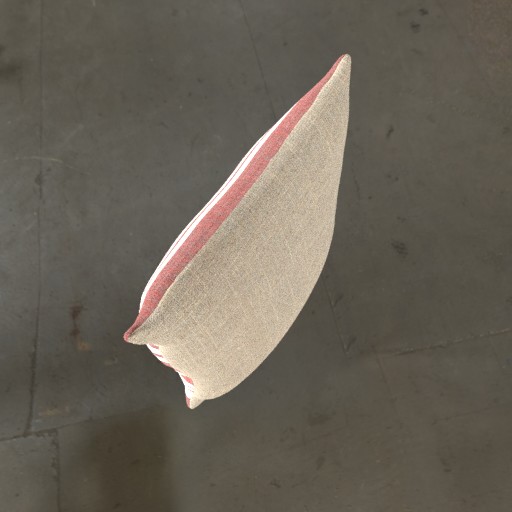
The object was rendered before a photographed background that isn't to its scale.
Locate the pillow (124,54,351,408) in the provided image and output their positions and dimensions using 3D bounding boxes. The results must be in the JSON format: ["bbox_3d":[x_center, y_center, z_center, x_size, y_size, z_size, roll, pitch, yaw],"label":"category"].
[{"bbox_3d":[0.000,0.000,0.659,0.182,0.427,0.439,30,67,14],"label":"pillow"}]
